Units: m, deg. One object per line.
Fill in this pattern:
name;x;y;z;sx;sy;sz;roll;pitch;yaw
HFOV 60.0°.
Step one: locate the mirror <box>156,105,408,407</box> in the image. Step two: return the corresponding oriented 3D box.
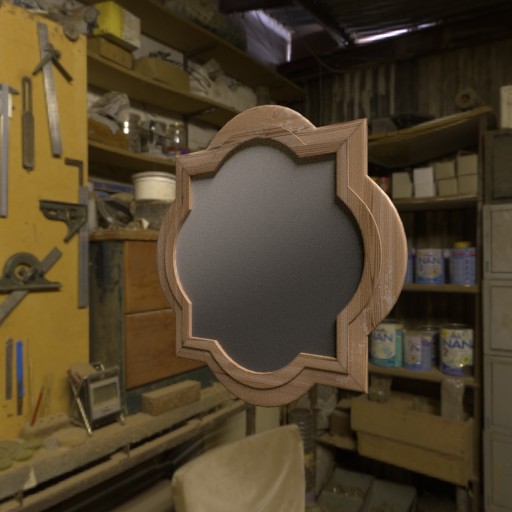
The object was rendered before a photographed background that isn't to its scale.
mirror;0.000;0.000;1.041;0.686;0.686;0.019;0;-1;37
